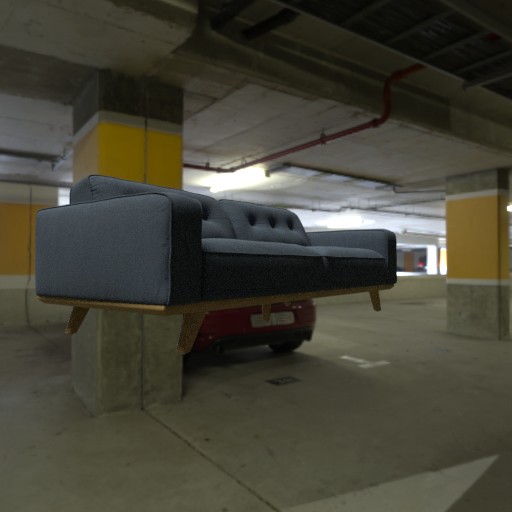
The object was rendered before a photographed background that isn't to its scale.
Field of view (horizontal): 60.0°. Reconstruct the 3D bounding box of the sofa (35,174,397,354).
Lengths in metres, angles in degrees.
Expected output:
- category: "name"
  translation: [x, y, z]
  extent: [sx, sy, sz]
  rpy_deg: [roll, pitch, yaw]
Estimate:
- category: "sofa"
  translation: [0.000, 0.000, 2.678]
  extent: [0.953, 0.782, 2.270]
  rpy_deg: [-1, -1, 37]
